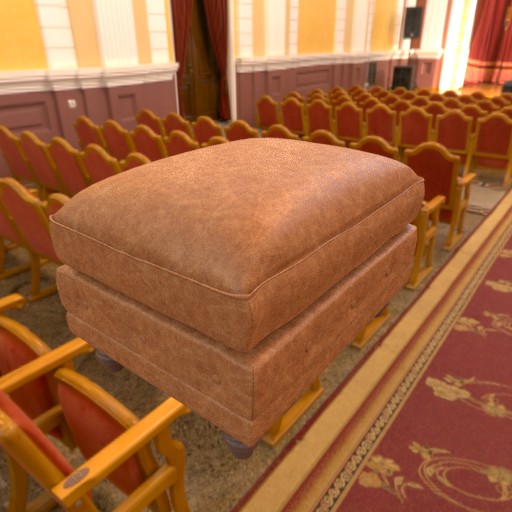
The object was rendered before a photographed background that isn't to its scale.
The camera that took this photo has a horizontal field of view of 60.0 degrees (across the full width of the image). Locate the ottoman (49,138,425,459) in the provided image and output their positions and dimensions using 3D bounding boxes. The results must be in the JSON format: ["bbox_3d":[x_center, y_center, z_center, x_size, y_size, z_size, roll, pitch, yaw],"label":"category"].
[{"bbox_3d":[0.000,0.000,1.037,0.533,0.480,0.710,19,32,33],"label":"ottoman"}]
